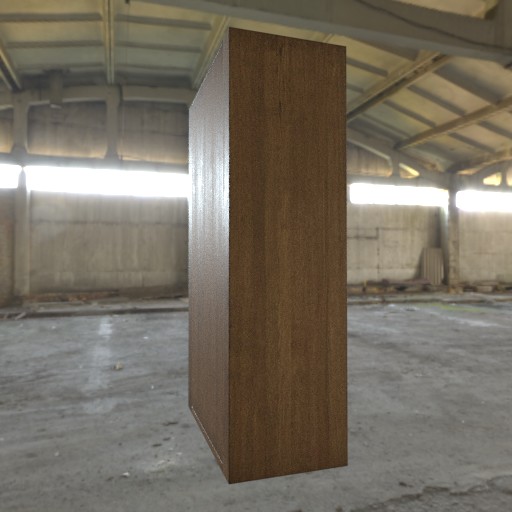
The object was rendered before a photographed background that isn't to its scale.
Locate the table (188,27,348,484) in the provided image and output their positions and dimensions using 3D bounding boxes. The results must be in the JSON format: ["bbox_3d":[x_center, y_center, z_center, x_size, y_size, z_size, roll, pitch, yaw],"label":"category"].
[{"bbox_3d":[0.000,0.000,2.550,0.600,2.000,1.100,0,-1,-18],"label":"table"}]
